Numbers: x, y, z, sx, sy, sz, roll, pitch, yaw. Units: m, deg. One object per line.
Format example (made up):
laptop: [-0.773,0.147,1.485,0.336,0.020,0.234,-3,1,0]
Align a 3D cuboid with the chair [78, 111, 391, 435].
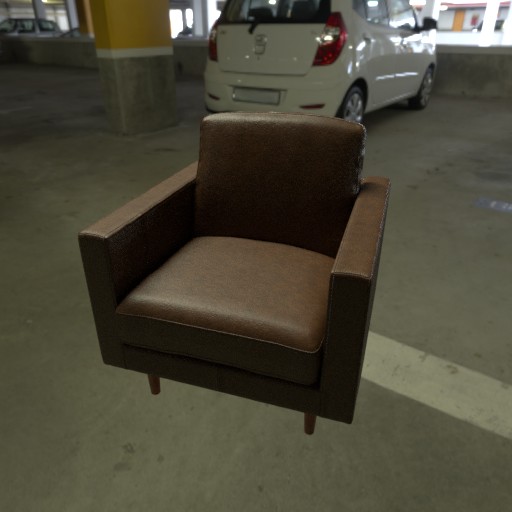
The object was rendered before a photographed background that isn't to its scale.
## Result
chair: [0.000,0.000,1.676,0.890,0.956,0.909,9,29,16]
